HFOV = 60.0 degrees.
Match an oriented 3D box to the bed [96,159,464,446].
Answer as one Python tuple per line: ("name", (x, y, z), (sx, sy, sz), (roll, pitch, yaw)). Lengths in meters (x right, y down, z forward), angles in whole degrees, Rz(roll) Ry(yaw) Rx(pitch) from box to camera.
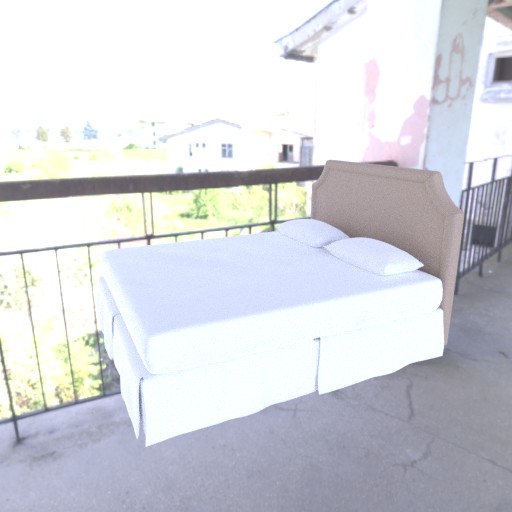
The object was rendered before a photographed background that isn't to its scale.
("bed", (0.000, 0.000, 4.148), (2.773, 1.590, 2.350), (-8, 18, -24))
